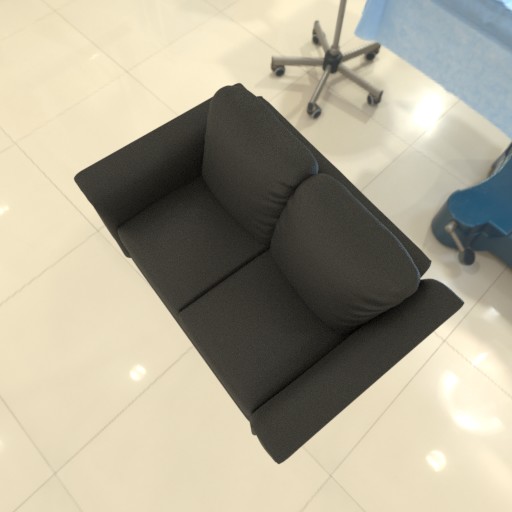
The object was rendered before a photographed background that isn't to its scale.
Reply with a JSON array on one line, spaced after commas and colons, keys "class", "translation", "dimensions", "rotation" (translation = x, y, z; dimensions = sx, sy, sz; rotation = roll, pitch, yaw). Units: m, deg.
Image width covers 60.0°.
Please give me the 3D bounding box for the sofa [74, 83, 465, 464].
[{"class": "sofa", "translation": [0.000, 0.000, 1.912], "dimensions": [0.887, 0.845, 1.386], "rotation": [-35, 70, -15]}]
